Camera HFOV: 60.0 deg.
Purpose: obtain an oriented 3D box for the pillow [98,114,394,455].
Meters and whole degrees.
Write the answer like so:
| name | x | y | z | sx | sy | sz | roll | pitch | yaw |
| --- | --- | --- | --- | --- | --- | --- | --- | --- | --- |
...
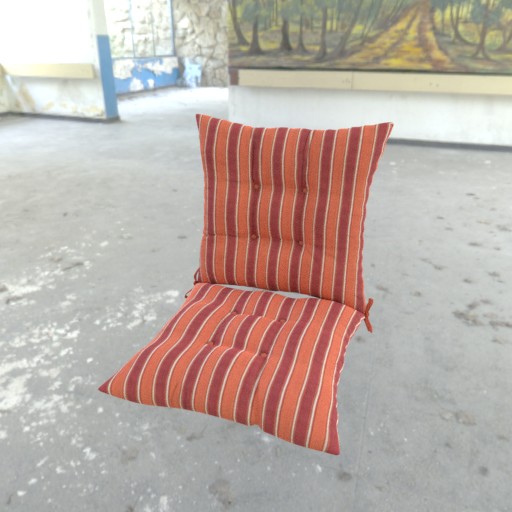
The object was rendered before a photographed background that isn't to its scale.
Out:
| name | x | y | z | sx | sy | sz | roll | pitch | yaw |
| --- | --- | --- | --- | --- | --- | --- | --- | --- | --- |
| pillow | 0.000 | 0.000 | 0.999 | 0.541 | 0.536 | 0.585 | 8 | 27 | 17 |
